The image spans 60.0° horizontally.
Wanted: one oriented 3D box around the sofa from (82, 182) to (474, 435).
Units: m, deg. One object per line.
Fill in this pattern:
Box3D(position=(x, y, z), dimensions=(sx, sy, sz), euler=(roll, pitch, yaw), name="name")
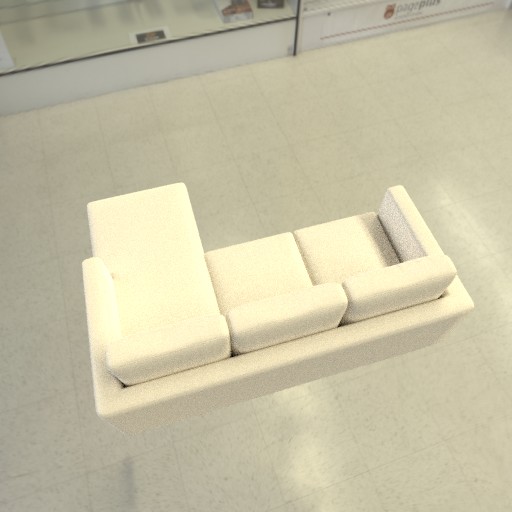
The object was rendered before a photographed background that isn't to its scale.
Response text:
Box3D(position=(0.000, 0.000, 2.817), dimensions=(2.029, 0.899, 1.580), euler=(-14, 60, -8), name="sofa")
